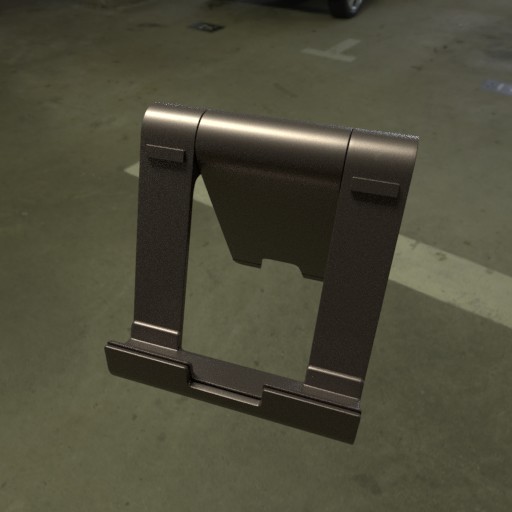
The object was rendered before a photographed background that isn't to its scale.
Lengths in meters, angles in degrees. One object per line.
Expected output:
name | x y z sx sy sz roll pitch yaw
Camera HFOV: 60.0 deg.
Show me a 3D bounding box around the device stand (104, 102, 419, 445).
device stand | 0.000 0.000 0.154 0.088 0.084 0.079 12 43 13
